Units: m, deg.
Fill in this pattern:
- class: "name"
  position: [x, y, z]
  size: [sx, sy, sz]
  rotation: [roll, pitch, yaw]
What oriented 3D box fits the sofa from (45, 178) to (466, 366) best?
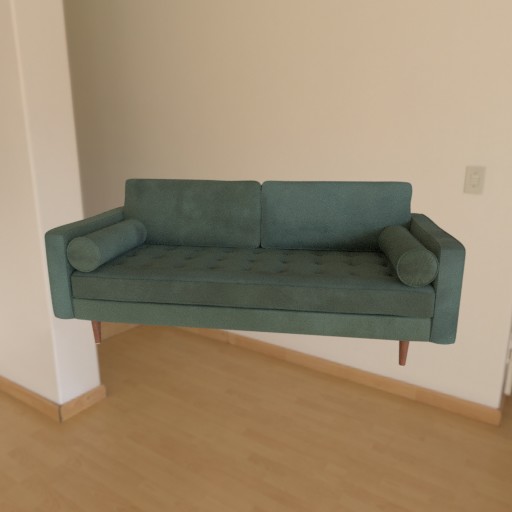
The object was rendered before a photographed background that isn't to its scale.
- class: "sofa"
  position: [0.000, 0.000, 2.377]
  size: [1.880, 0.772, 0.916]
  rotation: [2, 14, 9]
